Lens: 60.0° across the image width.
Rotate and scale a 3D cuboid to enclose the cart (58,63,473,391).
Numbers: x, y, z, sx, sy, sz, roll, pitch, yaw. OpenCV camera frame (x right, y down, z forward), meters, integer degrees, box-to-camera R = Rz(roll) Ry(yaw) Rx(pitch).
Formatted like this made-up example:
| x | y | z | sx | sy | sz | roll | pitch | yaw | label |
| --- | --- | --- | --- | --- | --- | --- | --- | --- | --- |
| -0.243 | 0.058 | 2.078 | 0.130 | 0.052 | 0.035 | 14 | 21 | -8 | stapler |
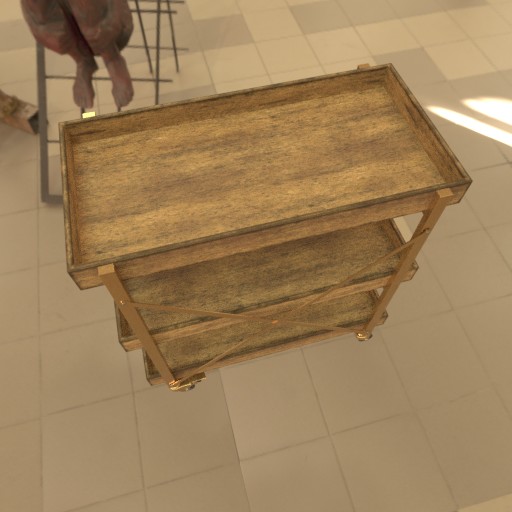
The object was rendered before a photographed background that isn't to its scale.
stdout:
| x | y | z | sx | sy | sz | roll | pitch | yaw | label |
| --- | --- | --- | --- | --- | --- | --- | --- | --- | --- |
| 0.000 | 0.000 | 1.218 | 0.750 | 0.799 | 0.416 | -13 | 59 | -8 | cart |
